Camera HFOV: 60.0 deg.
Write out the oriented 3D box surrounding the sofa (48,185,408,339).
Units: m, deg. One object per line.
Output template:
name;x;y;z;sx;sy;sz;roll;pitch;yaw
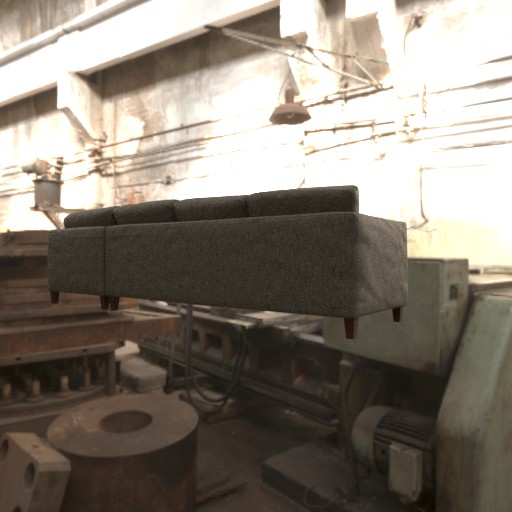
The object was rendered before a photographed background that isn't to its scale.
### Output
sofa;0.000;0.000;4.455;3.302;0.947;2.593;0;0;36
